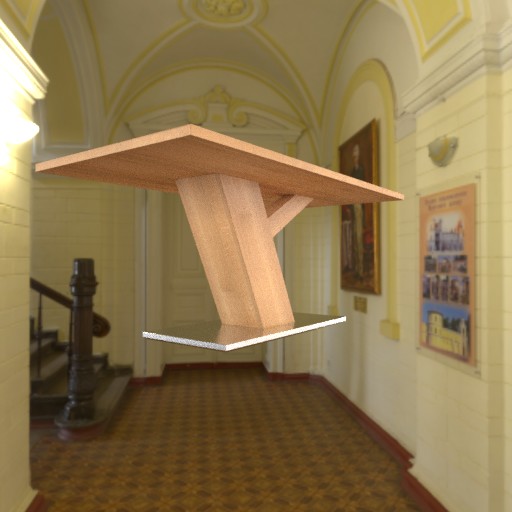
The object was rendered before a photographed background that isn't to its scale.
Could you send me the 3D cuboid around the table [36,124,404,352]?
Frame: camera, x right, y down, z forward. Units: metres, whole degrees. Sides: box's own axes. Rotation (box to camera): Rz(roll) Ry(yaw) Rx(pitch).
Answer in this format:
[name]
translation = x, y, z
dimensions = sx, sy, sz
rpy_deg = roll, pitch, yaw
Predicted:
[table]
translation = 0.000, 0.000, 2.257
dimensions = 0.900, 0.750, 1.800
rpy_deg = 0, 0, 37
